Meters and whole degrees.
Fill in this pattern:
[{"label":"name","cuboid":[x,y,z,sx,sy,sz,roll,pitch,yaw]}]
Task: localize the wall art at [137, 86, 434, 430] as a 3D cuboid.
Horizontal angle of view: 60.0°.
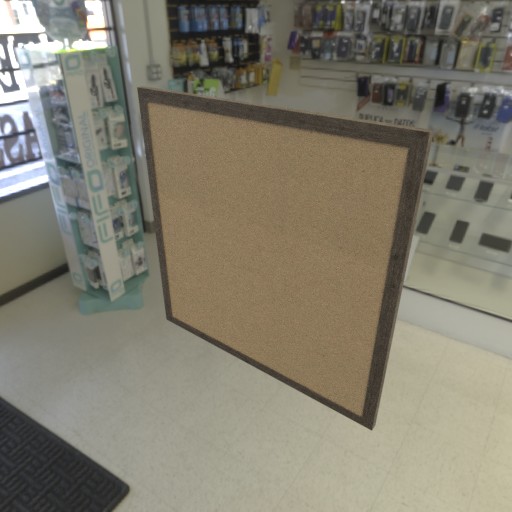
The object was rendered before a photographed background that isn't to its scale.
[{"label":"wall art","cuboid":[0.000,0.000,0.693,0.457,0.457,0.013,21,36,32]}]
